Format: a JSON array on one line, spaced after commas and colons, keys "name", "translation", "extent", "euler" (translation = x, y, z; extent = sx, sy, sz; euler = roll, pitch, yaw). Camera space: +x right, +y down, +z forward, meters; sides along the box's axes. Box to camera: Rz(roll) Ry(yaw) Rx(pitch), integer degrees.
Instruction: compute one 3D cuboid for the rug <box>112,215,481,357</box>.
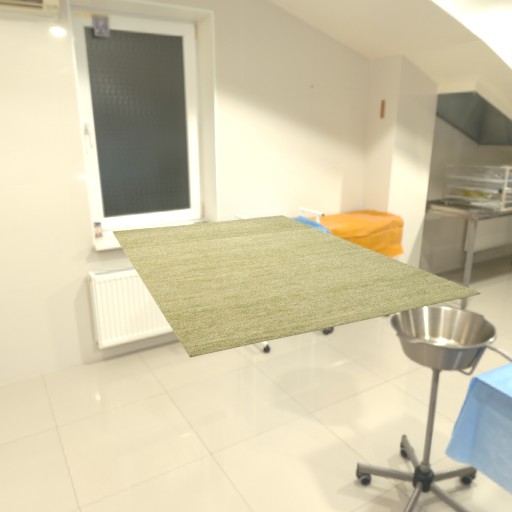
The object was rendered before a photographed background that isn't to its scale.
[{"name": "rug", "translation": [0.000, 0.000, 3.033], "extent": [1.606, 0.017, 2.270], "euler": [-8, 18, -23]}]
